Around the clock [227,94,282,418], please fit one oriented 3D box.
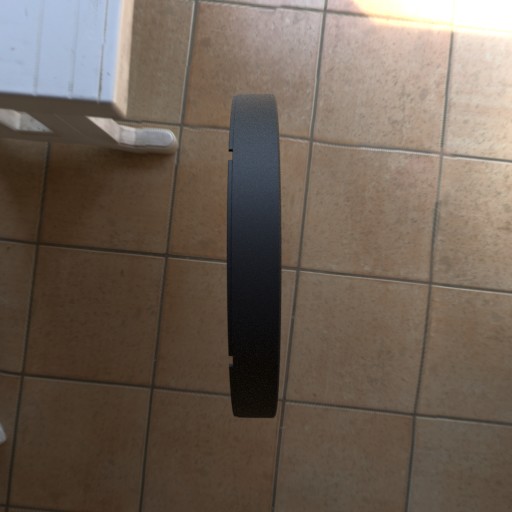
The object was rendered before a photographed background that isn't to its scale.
[{"bbox_3d":[0.000,0.000,0.427,0.040,0.293,0.293,0,89,0],"label":"clock"}]
